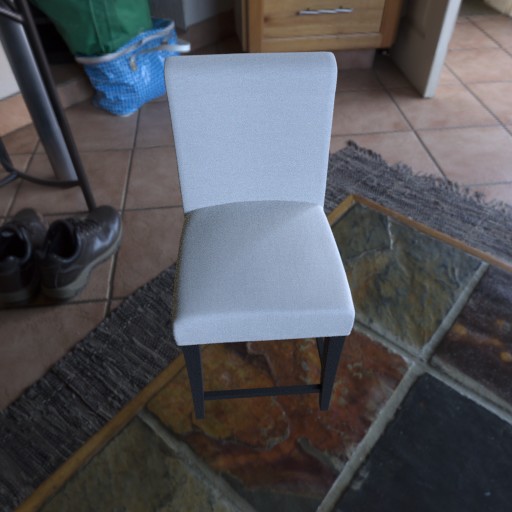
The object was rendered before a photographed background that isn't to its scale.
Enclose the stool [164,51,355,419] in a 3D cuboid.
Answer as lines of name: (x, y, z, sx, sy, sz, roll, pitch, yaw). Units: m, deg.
stool: (0.000, 0.000, 1.325, 0.452, 0.976, 0.597, -3, 46, -3)
